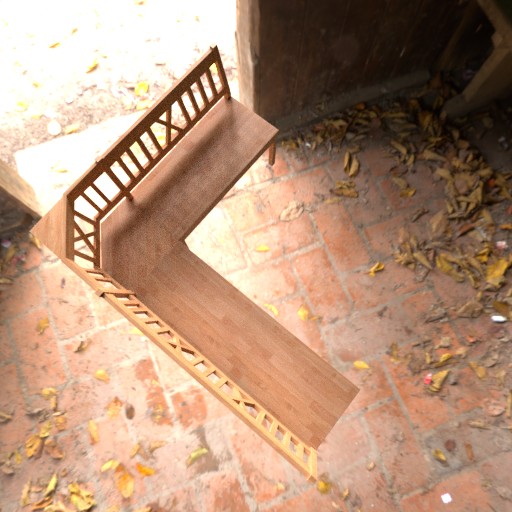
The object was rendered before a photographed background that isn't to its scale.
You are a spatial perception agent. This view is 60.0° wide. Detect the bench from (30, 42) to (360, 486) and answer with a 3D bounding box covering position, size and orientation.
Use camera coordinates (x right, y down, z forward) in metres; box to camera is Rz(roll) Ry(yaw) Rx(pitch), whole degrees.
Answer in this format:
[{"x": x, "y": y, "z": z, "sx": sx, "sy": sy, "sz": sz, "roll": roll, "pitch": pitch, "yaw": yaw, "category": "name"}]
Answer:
[{"x": 0.000, "y": 0.000, "z": 2.770, "sx": 1.937, "sy": 0.902, "sz": 1.537, "roll": 38, "pitch": 78, "yaw": 10, "category": "bench"}]
